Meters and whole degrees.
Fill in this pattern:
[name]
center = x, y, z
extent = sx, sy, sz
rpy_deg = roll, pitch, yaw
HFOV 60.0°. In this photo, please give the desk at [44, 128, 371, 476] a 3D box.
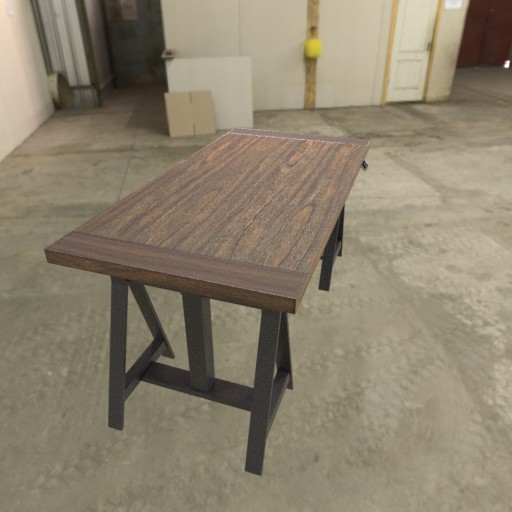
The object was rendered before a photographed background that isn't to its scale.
[desk]
center = 0.000, 0.000, 1.990
extent = 0.784, 0.725, 1.543
rpy_deg = 10, 31, 17
